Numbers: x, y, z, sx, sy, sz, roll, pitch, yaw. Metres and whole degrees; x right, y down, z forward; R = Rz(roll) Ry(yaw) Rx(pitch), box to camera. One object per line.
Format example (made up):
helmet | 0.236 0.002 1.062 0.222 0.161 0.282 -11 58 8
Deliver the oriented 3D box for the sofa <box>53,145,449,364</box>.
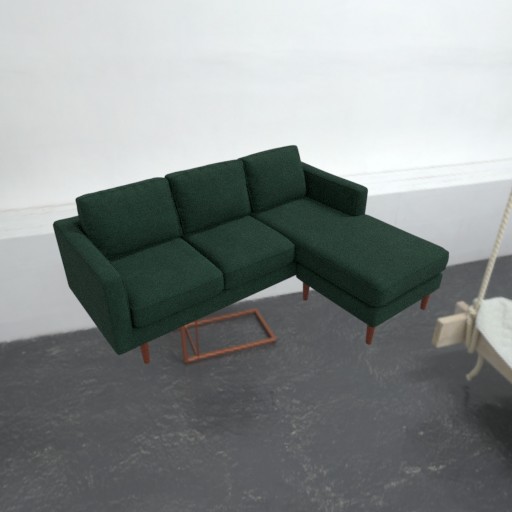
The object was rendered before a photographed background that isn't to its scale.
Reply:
sofa | 0.000 0.000 2.901 2.030 0.899 1.580 -22 37 -31
